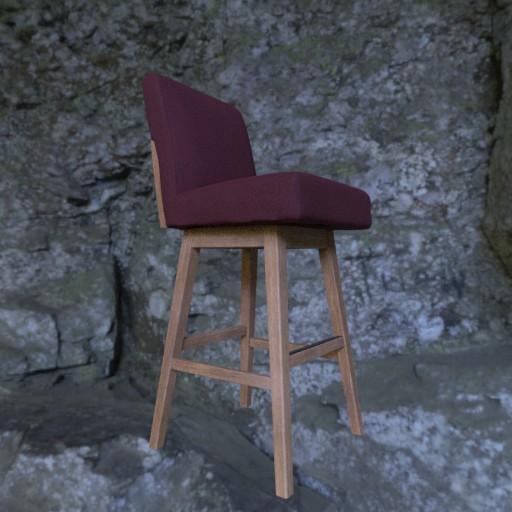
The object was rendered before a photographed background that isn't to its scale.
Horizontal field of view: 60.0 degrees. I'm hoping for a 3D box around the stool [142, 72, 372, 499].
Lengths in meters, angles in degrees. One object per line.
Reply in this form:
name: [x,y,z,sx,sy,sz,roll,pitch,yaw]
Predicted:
stool: [0.000,0.000,1.322,0.562,1.093,0.468,0,0,35]
